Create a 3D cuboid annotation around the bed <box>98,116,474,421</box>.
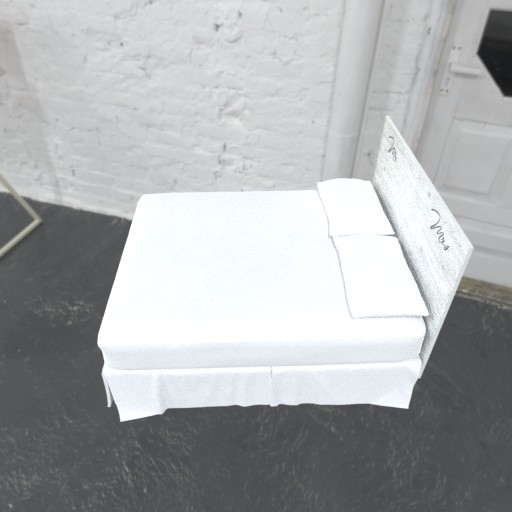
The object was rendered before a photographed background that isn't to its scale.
[{"bbox_3d":[0.000,0.000,3.165,2.094,1.335,1.745,-1,40,-1],"label":"bed"}]
